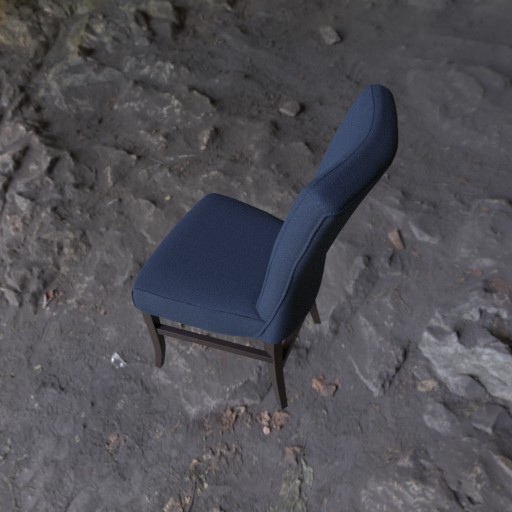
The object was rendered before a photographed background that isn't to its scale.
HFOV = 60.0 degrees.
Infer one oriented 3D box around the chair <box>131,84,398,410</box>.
[{"bbox_3d":[0.000,0.000,1.381,0.660,0.991,0.520,18,49,16],"label":"chair"}]
